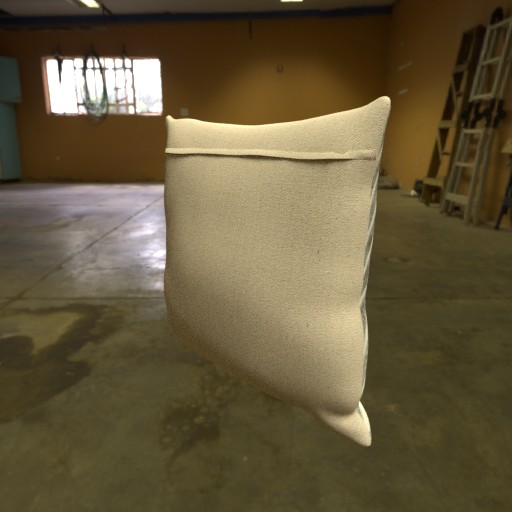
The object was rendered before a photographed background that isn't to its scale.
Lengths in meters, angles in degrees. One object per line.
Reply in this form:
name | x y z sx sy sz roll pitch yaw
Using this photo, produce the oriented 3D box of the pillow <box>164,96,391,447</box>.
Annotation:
pillow | 0.000 0.000 0.683 0.440 0.441 0.182 14 21 43
